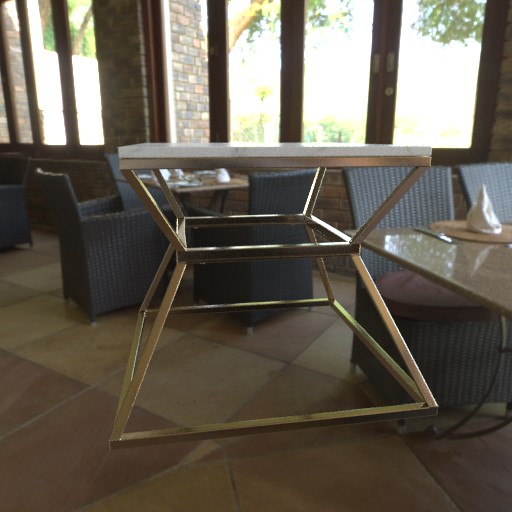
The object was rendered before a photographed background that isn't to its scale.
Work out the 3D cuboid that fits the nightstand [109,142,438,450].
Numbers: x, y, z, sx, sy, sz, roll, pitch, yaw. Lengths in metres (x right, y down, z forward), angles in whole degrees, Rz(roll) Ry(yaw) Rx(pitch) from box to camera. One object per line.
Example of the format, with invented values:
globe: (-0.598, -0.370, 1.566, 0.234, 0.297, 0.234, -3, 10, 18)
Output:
nightstand: (0.000, 0.000, 0.872, 0.514, 0.426, 0.513, -2, 15, -9)
